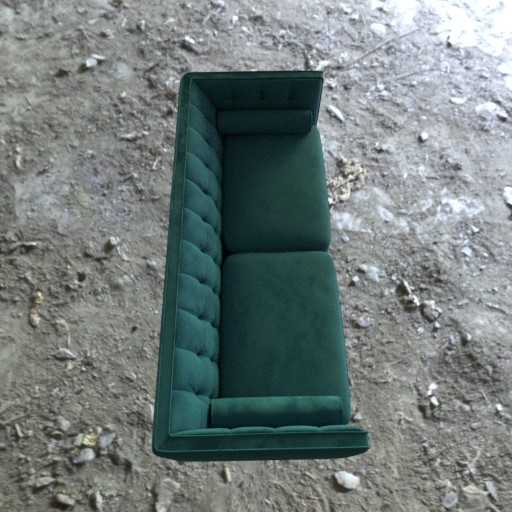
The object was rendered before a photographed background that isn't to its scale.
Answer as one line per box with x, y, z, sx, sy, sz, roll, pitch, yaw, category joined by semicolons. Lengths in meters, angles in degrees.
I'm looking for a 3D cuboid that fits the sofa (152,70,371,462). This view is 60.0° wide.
0.000;0.000;2.486;0.867;0.789;2.087;-1;63;-1;sofa
